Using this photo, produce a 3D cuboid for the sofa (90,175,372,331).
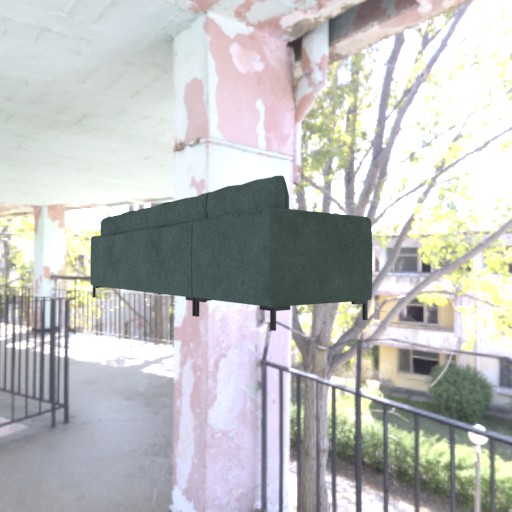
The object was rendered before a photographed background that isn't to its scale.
[{"bbox_3d":[0.000,0.000,3.322,1.707,0.687,2.486,1,-1,-37],"label":"sofa"}]
